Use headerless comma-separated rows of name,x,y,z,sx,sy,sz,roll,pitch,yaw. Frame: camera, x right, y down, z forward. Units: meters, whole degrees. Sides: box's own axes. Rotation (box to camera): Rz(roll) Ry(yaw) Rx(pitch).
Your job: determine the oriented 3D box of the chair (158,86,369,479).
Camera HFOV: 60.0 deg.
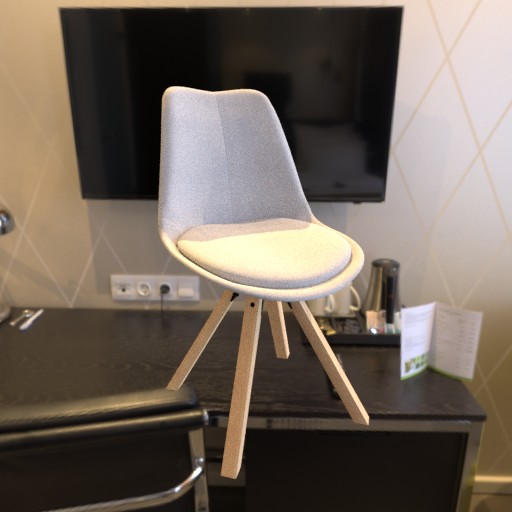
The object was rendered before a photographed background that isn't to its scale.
chair,0.000,0.000,1.171,0.474,0.863,0.549,-9,19,-27
